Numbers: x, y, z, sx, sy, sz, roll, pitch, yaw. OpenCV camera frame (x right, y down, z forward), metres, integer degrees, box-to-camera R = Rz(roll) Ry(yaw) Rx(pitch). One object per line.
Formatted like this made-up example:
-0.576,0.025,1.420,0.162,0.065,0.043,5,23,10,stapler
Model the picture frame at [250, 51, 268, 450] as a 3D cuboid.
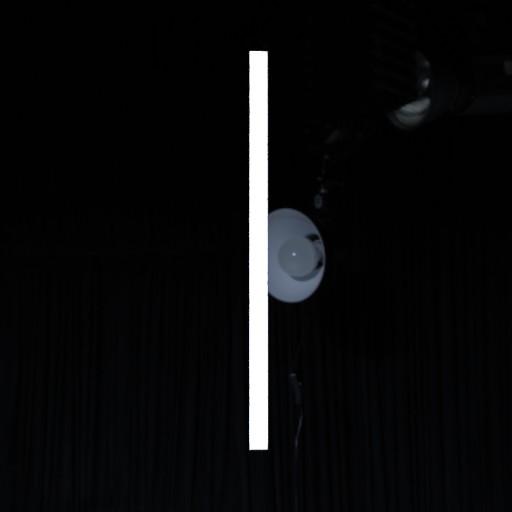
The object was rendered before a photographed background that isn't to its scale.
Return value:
0.000,0.000,1.187,0.029,0.640,0.950,0,-1,-1,picture frame
